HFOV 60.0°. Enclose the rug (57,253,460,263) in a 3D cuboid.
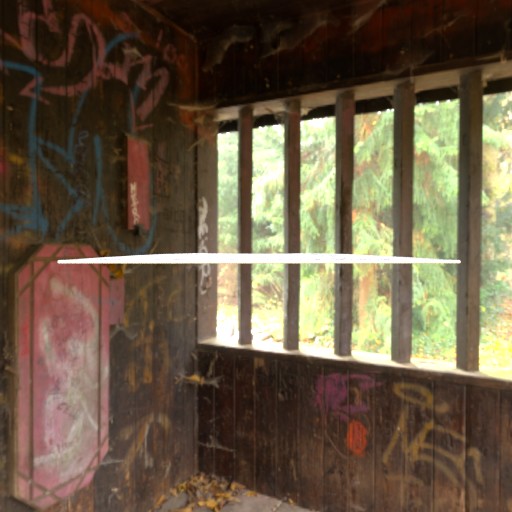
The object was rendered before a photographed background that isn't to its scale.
[{"bbox_3d":[0.000,0.000,3.074,1.706,0.026,2.438,0,1,-1],"label":"rug"}]
